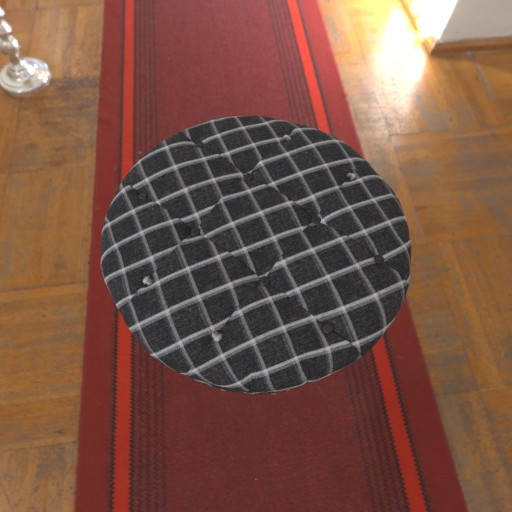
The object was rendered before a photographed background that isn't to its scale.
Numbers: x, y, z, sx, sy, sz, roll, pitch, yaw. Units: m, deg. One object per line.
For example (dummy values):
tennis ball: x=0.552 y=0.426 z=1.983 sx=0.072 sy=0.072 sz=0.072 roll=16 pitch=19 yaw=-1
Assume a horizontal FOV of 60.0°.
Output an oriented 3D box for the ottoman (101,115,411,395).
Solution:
ottoman: x=0.000 y=0.000 z=1.423 sx=0.901 sy=0.439 sz=0.901 roll=0 pitch=63 yaw=0
